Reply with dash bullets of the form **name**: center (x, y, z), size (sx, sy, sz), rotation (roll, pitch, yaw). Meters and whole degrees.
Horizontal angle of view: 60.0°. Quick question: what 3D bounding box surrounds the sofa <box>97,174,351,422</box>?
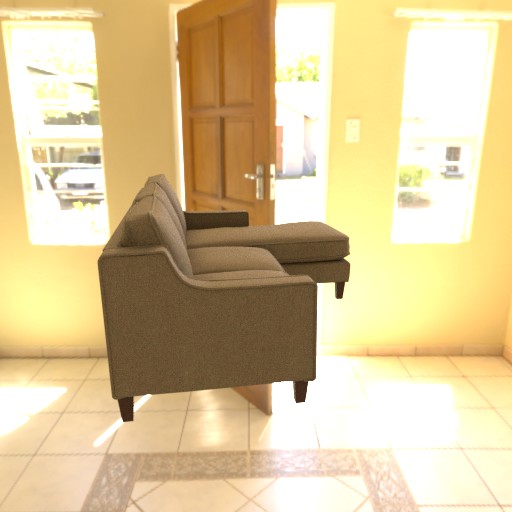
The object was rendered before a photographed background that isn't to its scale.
- **sofa**: center (0.000, 0.000, 3.320), size (1.858, 1.081, 2.317), rotation (-3, 15, -10)
